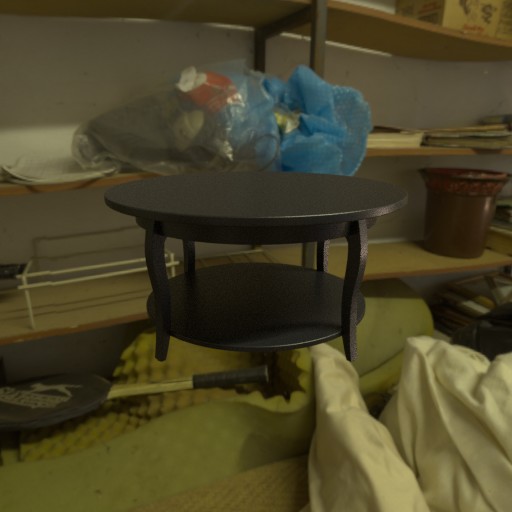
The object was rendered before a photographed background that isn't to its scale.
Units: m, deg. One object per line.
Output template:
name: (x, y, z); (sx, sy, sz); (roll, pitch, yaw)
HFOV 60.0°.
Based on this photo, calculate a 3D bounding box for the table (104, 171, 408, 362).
table: (0.000, 0.000, 1.469); (0.914, 0.457, 0.914); (0, 17, 0)
